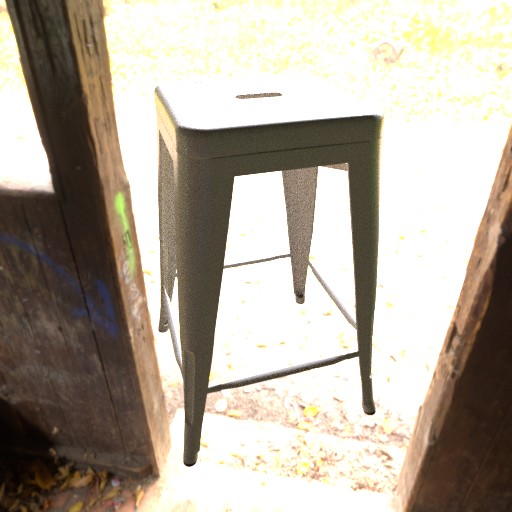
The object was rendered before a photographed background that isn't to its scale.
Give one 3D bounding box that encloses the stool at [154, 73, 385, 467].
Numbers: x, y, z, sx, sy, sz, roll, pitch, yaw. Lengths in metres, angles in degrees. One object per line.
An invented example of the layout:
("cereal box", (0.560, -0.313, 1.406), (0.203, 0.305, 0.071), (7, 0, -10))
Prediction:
("stool", (0.000, 0.000, 0.869), (0.406, 0.610, 0.406), (-10, 34, -15))
